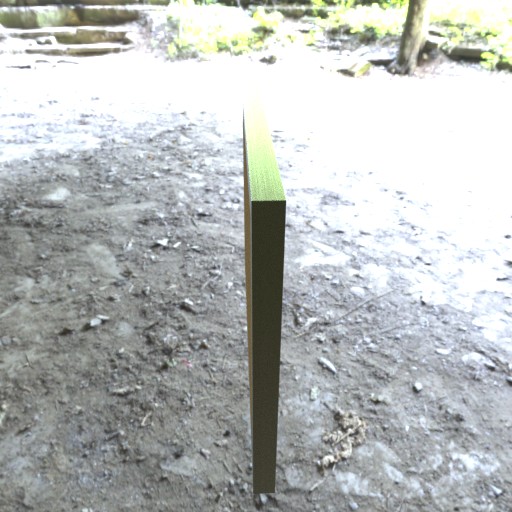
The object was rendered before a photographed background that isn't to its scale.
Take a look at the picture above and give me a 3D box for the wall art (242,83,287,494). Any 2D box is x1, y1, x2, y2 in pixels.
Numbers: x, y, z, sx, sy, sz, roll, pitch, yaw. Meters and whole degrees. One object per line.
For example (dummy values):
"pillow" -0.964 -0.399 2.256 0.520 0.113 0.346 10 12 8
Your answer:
"wall art" 0.000 0.000 0.752 0.032 0.456 0.557 -1 31 -2
